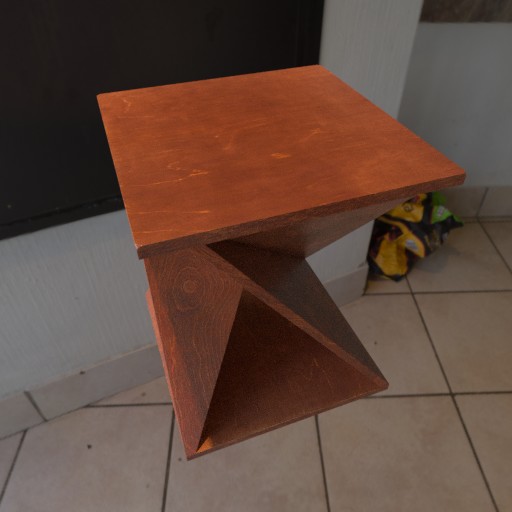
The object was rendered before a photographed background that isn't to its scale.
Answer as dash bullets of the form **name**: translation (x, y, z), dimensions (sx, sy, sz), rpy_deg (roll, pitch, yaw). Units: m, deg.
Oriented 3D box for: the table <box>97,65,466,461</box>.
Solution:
- **table**: translation (0.000, 0.000, 0.843), dimensions (0.427, 0.520, 0.427), rpy_deg (-14, 44, -15)
